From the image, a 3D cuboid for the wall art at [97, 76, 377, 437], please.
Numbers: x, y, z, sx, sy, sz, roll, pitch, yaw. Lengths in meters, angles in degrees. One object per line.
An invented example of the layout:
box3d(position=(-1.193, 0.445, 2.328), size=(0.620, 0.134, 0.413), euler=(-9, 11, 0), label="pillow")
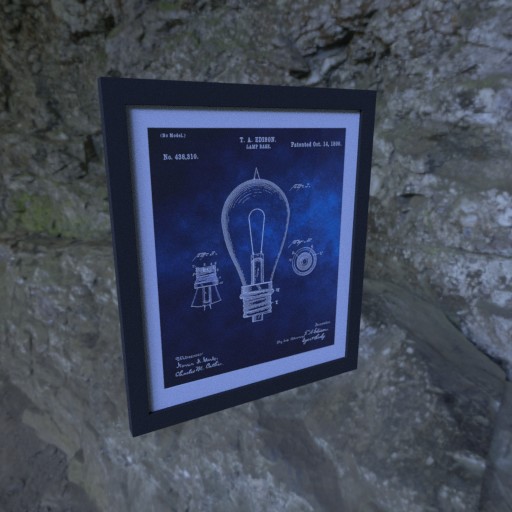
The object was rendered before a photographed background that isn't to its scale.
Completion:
box3d(position=(0.000, 0.000, 0.699), size=(0.428, 0.505, 0.023), euler=(-8, 18, -26), label="wall art")
